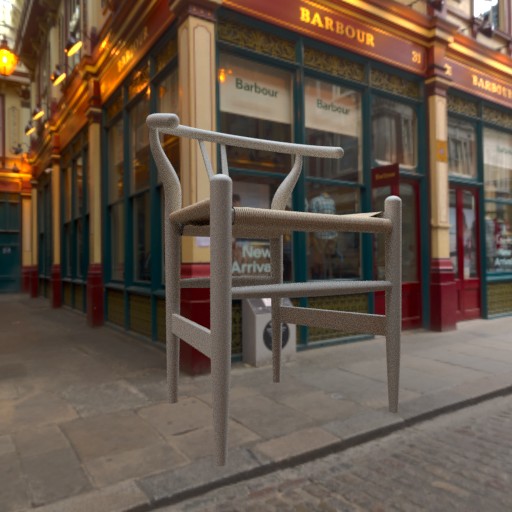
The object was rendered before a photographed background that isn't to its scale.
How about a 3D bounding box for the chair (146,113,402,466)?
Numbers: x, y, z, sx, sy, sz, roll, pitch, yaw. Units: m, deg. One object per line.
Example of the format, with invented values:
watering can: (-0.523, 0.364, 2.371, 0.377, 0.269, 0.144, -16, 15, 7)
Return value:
chair: (0.000, 0.000, 1.106, 0.533, 0.736, 0.500, 0, -1, -35)
